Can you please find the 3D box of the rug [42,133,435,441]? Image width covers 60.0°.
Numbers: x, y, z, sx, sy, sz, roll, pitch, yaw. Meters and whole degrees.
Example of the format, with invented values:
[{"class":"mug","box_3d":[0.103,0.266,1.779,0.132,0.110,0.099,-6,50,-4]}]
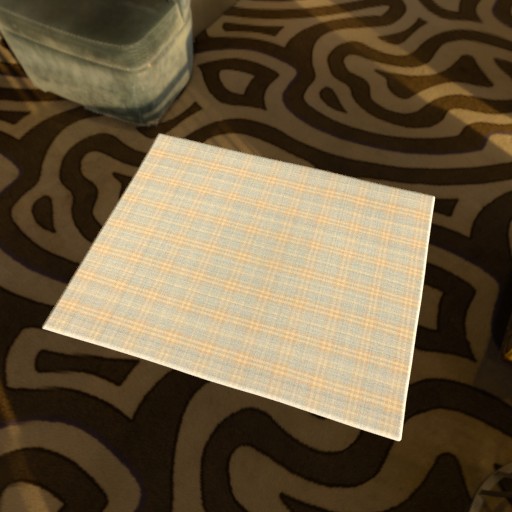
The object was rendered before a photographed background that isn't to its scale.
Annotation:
[{"class":"rug","box_3d":[0.000,0.000,4.153,3.066,0.030,2.462,15,60,9]}]
